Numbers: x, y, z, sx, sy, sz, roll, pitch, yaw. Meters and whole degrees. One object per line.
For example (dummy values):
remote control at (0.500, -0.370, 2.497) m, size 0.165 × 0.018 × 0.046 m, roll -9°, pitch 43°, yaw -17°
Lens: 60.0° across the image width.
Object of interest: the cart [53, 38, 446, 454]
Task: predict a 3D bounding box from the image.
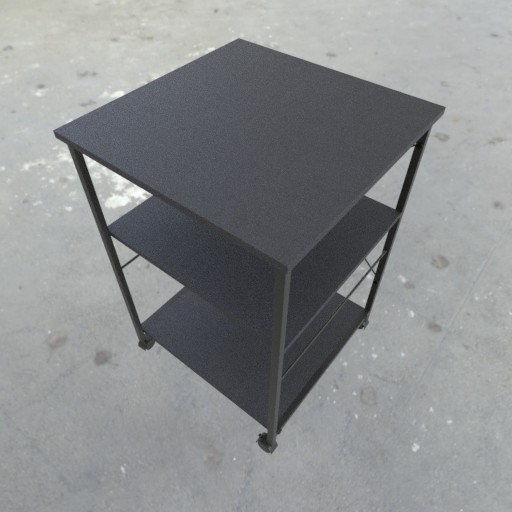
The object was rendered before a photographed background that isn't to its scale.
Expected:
cart at (0.000, 0.000, 1.106) m, size 0.521 × 0.762 × 0.520 m, roll 31°, pitch 55°, yaw 25°
